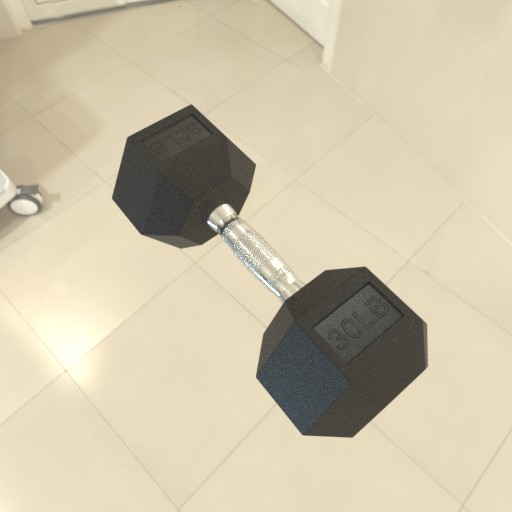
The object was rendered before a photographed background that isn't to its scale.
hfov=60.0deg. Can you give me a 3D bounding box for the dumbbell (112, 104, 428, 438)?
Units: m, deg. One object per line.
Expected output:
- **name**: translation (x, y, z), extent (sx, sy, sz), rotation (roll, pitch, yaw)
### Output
- **dumbbell**: translation (0.000, 0.000, 0.412), extent (0.142, 0.123, 0.337), rotation (-35, 65, -19)
